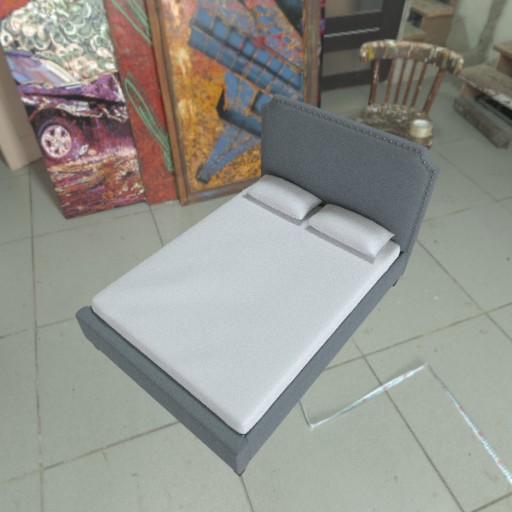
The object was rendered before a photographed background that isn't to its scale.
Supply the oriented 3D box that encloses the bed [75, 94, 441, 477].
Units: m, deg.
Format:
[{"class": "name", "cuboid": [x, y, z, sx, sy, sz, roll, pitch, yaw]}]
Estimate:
[{"class": "bed", "cuboid": [0.000, 0.000, 3.497, 1.712, 1.443, 2.372, 30, 52, 27]}]
